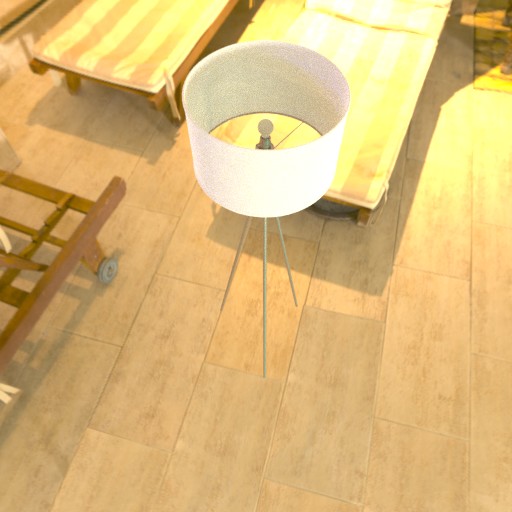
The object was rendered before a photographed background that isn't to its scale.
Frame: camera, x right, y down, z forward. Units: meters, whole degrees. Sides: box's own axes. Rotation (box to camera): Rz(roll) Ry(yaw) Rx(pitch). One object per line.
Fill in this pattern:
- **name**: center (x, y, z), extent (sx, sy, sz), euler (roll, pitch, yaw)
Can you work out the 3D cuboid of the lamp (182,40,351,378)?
- **lamp**: center (0.000, 0.000, 1.732), extent (0.458, 1.545, 0.448), euler (18, 60, 11)
